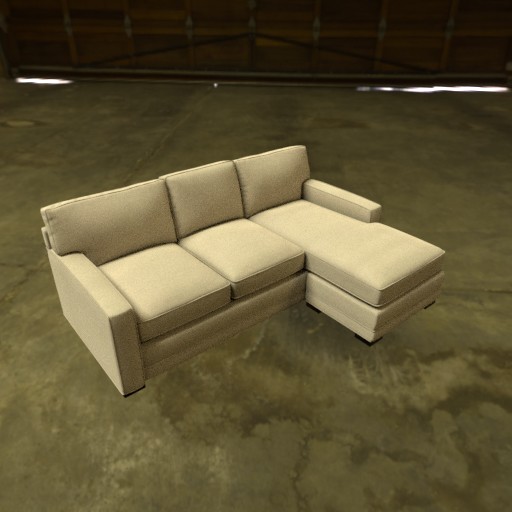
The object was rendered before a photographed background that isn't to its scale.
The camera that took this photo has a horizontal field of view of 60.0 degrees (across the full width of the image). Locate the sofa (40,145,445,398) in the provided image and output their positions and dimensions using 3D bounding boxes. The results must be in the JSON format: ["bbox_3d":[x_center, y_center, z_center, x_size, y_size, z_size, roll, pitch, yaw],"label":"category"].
[{"bbox_3d":[0.000,0.000,2.814,2.087,0.861,1.496,-22,36,-34],"label":"sofa"}]
